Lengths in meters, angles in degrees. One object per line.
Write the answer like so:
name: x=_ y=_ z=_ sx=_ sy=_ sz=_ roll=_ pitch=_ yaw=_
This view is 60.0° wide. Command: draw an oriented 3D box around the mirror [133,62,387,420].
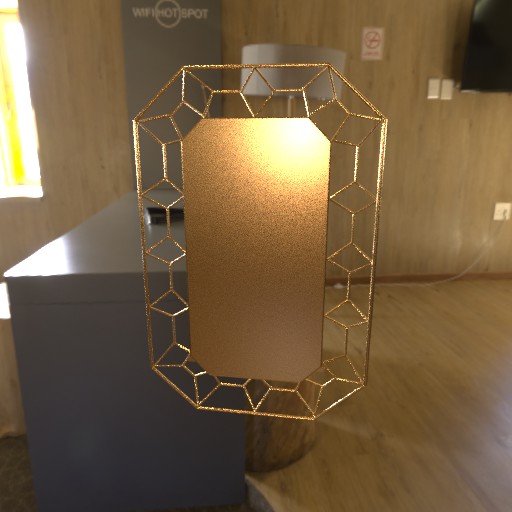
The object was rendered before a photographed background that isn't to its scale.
mirror: x=0.000 y=0.000 z=1.092 sx=0.572 sy=0.870 sz=0.051 roll=2 pitch=16 yaw=9
